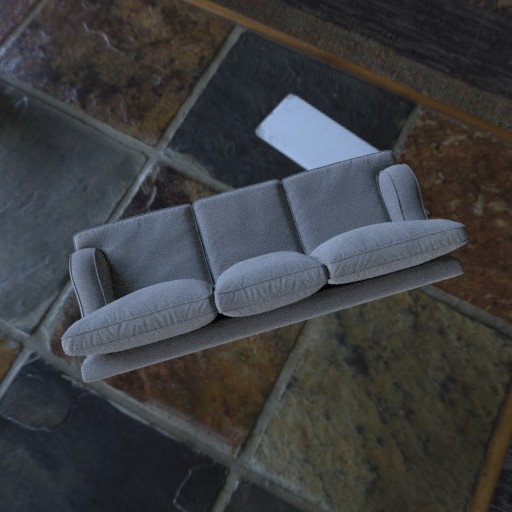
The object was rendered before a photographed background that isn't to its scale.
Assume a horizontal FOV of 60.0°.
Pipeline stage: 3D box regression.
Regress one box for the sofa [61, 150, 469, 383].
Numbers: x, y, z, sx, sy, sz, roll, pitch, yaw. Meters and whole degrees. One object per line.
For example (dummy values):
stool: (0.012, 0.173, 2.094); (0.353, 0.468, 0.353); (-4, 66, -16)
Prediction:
sofa: (0.000, 0.000, 2.920); (2.323, 0.997, 1.016); (-16, 76, -4)
